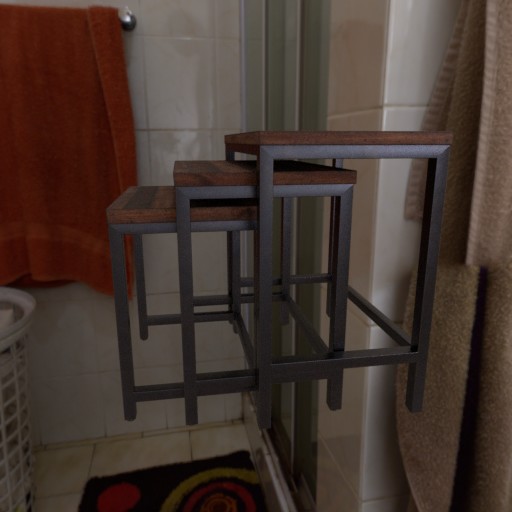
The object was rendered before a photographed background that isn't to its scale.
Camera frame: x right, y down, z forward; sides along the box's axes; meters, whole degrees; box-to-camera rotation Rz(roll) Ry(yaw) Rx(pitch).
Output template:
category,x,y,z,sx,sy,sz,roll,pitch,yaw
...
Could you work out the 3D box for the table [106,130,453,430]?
category,x,y,z,sx,sy,sz,roll,pitch,yaw
table,0.000,0.000,1.156,0.660,0.616,0.608,-2,15,-9
